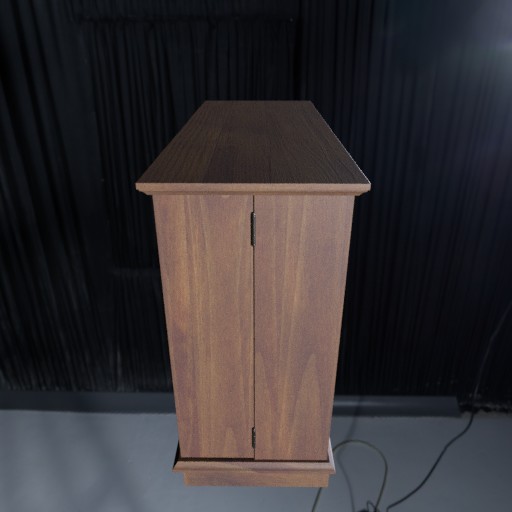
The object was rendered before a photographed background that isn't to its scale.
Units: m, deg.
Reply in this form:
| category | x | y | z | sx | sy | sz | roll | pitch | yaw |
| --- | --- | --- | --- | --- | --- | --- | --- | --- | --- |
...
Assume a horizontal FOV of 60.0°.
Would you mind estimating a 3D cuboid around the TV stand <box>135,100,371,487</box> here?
| category | x | y | z | sx | sy | sz | roll | pitch | yaw |
| --- | --- | --- | --- | --- | --- | --- | --- | --- | --- |
| TV stand | 0.000 | 0.000 | 1.423 | 0.406 | 0.813 | 1.067 | 0 | 27 | 1 |
